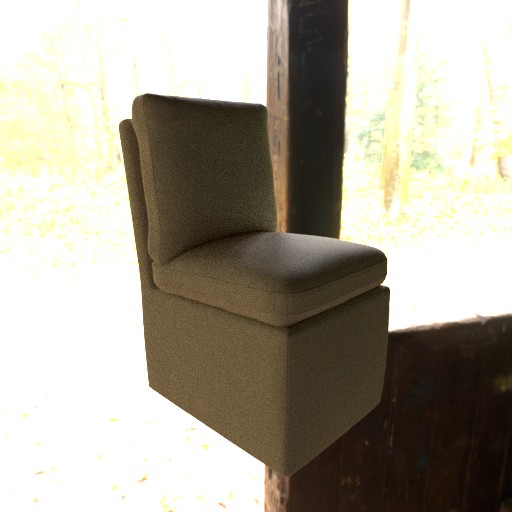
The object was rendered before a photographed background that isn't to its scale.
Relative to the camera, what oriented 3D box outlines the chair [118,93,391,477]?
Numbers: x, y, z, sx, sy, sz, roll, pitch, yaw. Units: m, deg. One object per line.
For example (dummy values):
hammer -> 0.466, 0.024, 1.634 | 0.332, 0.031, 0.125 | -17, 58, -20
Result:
chair -> 0.000, 0.000, 1.342 | 0.698, 0.927, 0.503 | 13, 19, 42
